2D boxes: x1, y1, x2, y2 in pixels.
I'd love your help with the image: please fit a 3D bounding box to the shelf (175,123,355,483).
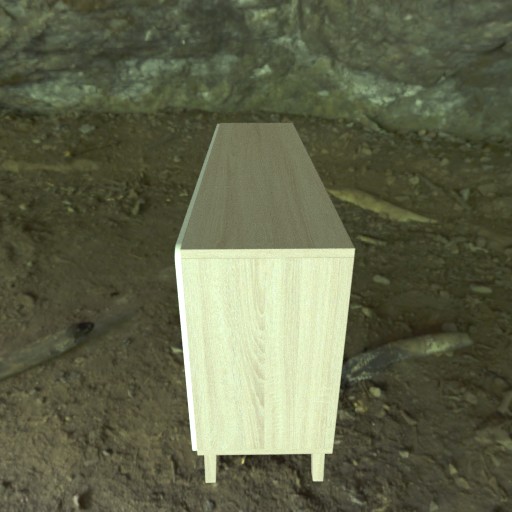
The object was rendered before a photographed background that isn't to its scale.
[{"bbox_3d":[0.000,0.000,1.782,0.400,0.780,1.490,0,27,-1],"label":"shelf"}]
